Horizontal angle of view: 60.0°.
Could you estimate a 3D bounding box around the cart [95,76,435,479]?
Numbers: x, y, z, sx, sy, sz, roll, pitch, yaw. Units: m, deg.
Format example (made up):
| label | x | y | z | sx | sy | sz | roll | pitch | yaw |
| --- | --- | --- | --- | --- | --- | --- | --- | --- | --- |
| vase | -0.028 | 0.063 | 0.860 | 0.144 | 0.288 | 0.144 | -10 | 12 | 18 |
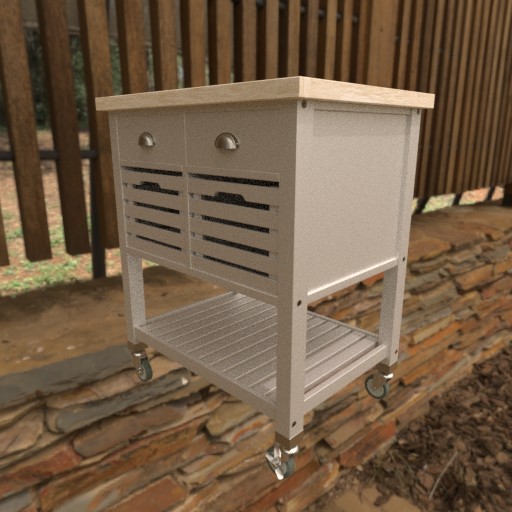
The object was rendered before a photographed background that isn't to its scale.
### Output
| label | x | y | z | sx | sy | sz | roll | pitch | yaw |
| --- | --- | --- | --- | --- | --- | --- | --- | --- | --- |
| cart | 0.000 | 0.000 | 1.346 | 0.762 | 0.914 | 0.559 | 15 | 22 | 42 |
